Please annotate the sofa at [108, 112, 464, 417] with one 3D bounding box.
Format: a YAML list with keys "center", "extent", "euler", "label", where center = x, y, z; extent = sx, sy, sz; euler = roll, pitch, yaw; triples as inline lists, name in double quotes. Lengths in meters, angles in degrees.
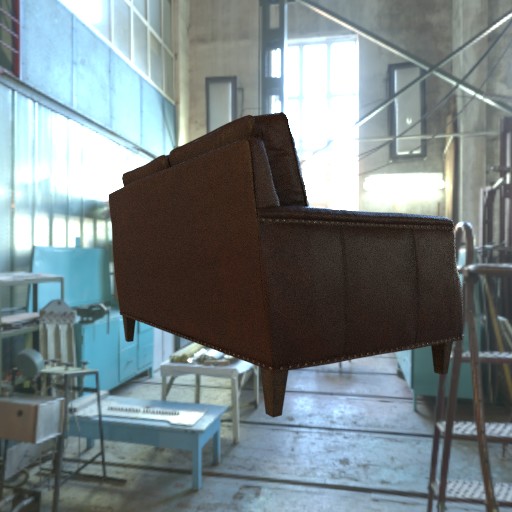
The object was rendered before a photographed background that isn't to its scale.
- center: [0.000, 0.000, 2.228]
  extent: [1.083, 1.003, 1.628]
  euler: [0, 0, -34]
  label: "sofa"
